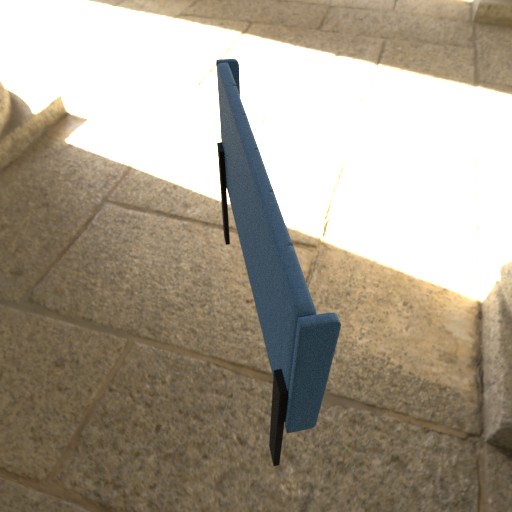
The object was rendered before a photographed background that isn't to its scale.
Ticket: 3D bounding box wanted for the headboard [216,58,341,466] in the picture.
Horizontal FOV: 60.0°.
[{"bbox_3d":[0.000,0.000,2.703,0.184,1.524,2.051,-8,48,-8],"label":"headboard"}]
